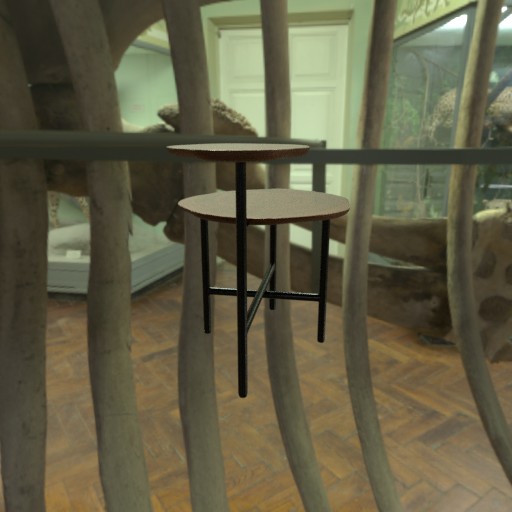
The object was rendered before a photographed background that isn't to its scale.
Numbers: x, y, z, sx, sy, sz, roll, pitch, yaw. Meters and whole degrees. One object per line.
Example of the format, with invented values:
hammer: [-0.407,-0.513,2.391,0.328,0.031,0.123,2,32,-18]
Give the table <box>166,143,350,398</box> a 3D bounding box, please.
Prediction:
table: [0.000,0.000,1.088,0.442,0.538,0.759,3,16,10]
